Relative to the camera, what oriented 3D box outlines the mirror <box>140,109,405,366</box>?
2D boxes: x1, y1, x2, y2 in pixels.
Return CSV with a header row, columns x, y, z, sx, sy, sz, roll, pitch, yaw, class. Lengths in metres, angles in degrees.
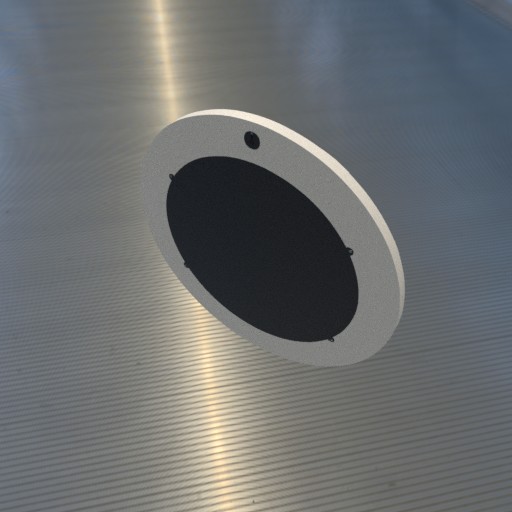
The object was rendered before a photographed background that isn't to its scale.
x,y,z,sx,sy,sz,roll,pitch,yaw,class
0.000,0.000,1.367,0.914,0.914,0.038,25,50,23,mirror
